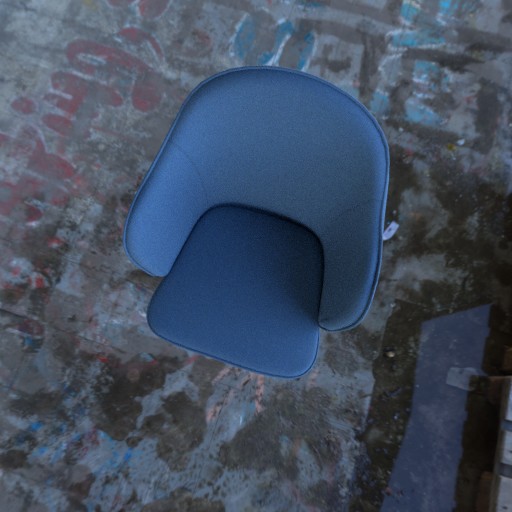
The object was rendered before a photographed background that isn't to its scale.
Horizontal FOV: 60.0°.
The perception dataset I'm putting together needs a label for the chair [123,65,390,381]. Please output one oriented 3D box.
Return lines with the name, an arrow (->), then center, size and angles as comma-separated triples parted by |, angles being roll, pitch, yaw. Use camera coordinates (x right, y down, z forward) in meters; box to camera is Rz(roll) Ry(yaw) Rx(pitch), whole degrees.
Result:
chair -> 0.000, 0.000, 1.197 | 0.570, 0.815, 0.585 | 17, 77, 4
